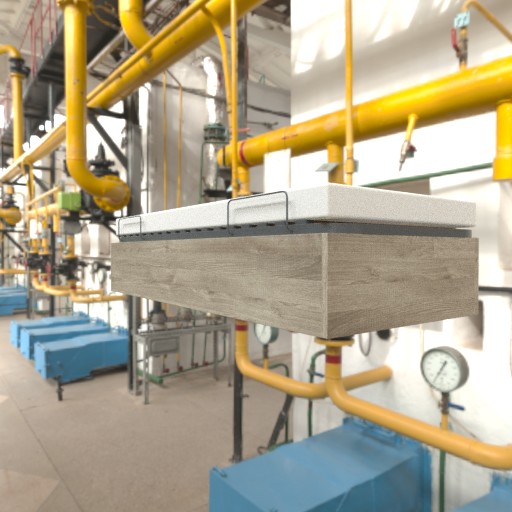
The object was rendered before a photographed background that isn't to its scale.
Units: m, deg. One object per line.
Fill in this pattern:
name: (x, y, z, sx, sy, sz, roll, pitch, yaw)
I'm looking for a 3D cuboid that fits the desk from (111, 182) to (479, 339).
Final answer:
desk: (0.000, 0.000, 2.286, 0.900, 0.455, 1.900, 0, 1, -36)
